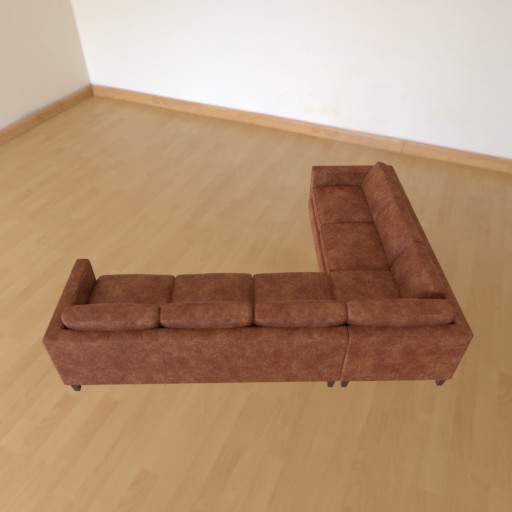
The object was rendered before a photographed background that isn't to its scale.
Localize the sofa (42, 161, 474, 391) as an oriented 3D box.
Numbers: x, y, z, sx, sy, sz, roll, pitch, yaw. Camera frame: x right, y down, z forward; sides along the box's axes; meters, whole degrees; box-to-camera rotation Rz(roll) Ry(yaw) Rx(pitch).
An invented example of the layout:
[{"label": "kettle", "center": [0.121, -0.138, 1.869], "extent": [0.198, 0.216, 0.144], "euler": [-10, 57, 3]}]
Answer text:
[{"label": "sofa", "center": [0.000, 0.000, 4.299], "extent": [3.150, 0.838, 2.438], "euler": [-1, 42, -1]}]
